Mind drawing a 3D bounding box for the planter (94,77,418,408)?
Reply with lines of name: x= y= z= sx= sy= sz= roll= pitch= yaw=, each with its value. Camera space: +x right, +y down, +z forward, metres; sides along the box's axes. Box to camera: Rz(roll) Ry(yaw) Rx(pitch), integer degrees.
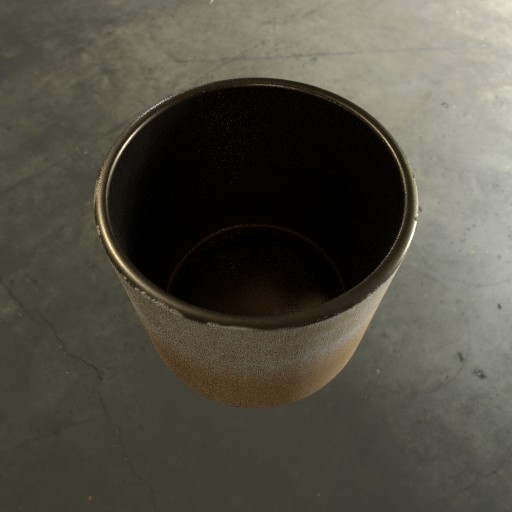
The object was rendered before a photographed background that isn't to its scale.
planter: x=0.000 y=0.000 z=0.384 sx=0.221 sy=0.201 sz=0.221 roll=0 pitch=59 yaw=0
